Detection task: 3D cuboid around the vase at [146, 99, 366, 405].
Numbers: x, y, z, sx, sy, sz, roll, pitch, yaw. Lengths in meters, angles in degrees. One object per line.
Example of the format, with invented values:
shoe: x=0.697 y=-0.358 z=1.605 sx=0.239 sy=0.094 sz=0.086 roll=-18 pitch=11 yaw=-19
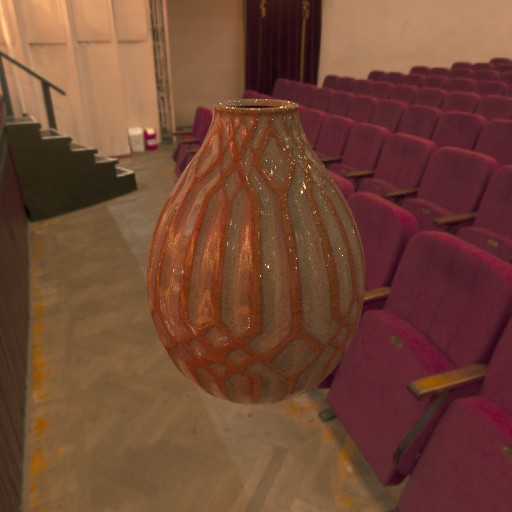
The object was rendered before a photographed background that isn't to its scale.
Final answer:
vase: x=0.000 y=0.000 z=0.266 sx=0.131 sy=0.175 sz=0.131 roll=0 pitch=26 yaw=0
